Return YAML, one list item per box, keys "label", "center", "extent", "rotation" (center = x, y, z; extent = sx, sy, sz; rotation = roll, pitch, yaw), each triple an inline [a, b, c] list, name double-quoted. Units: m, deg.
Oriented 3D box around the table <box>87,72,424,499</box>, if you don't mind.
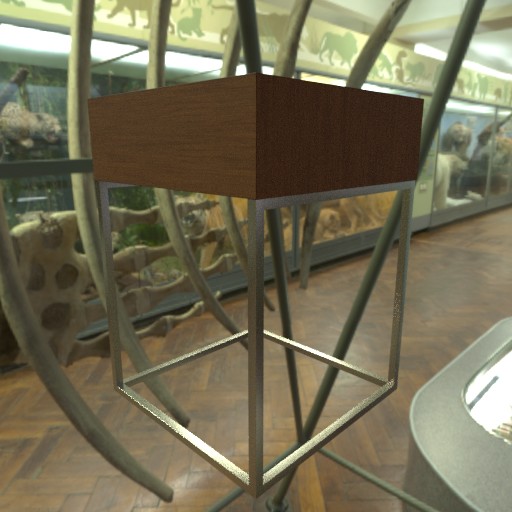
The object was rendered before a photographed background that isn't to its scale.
- label: "table"
  center: [0.000, 0.000, 0.804]
  extent: [0.397, 0.540, 0.398]
  rotation: [14, 20, 43]
